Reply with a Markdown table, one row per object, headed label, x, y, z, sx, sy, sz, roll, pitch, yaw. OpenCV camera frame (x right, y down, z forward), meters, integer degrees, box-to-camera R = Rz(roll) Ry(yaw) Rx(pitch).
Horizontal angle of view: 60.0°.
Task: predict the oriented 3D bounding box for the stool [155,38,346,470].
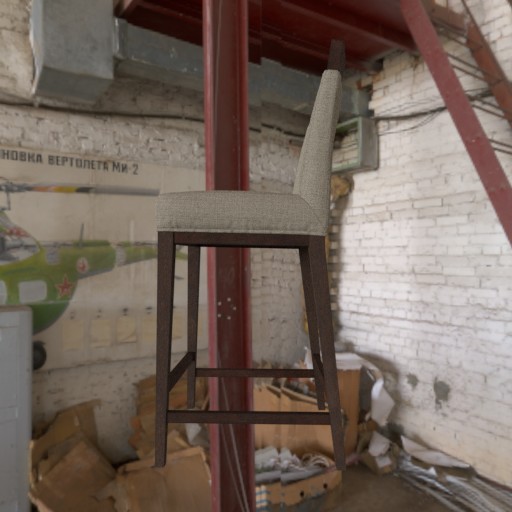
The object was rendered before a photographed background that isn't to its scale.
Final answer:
| label | x | y | z | sx | sy | sz | roll | pitch | yaw |
| --- | --- | --- | --- | --- | --- | --- | --- | --- | --- |
| stool | 0.000 | 0.000 | 1.397 | 0.531 | 1.117 | 0.511 | 0 | 0 | 2 |
